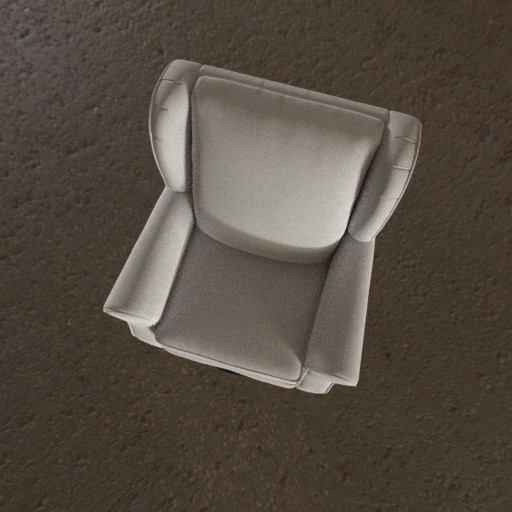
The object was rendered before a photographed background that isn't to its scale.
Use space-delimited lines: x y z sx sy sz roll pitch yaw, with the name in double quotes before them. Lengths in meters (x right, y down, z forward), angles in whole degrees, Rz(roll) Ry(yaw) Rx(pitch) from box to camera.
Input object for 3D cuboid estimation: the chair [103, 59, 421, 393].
"chair" 0.000 0.000 1.661 0.906 0.967 0.854 16 74 5
